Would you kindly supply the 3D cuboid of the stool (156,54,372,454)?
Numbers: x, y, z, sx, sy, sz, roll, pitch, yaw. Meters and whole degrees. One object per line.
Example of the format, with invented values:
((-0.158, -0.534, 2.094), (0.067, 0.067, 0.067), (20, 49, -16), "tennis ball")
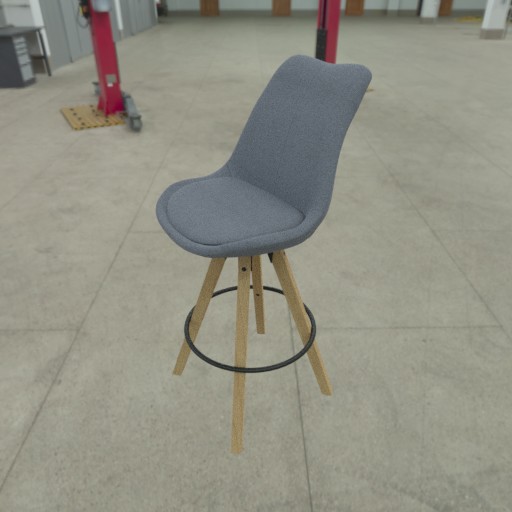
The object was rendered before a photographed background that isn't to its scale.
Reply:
((0.000, 0.000, 1.408), (0.550, 1.115, 0.485), (-21, 37, -30), "stool")
